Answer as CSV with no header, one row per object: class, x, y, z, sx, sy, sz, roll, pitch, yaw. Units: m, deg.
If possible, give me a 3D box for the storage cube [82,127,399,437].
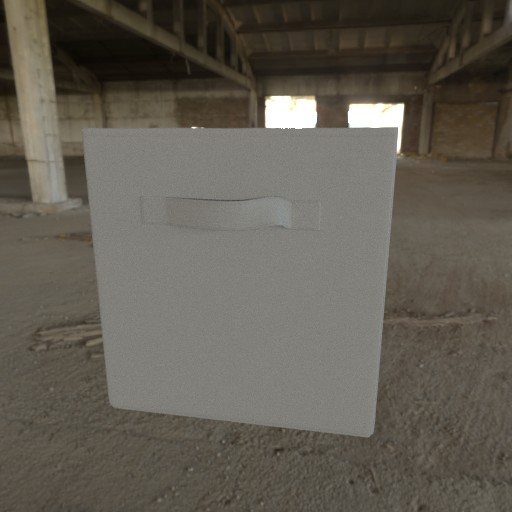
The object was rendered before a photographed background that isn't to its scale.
storage cube,0.000,0.000,0.508,0.270,0.280,0.270,3,16,10
